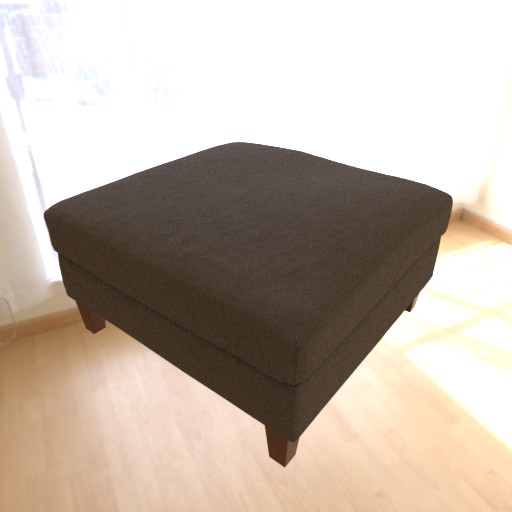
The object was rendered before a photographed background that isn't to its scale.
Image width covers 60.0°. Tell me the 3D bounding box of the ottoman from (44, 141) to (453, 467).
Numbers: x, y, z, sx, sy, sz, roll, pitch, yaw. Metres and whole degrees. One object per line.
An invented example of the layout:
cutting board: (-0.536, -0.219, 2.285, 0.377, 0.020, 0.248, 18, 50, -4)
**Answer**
ottoman: (0.000, 0.000, 1.376, 0.881, 0.482, 0.861, 22, 37, 33)
